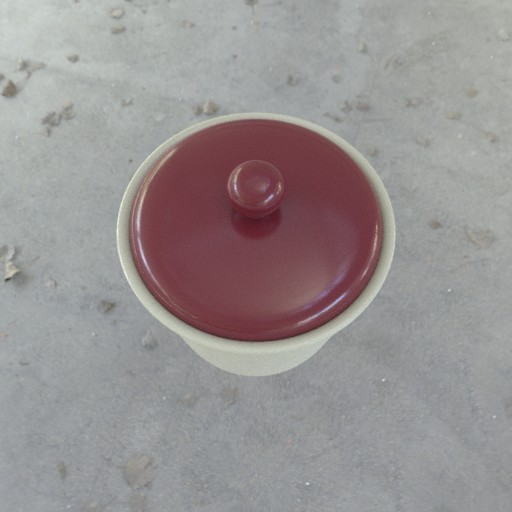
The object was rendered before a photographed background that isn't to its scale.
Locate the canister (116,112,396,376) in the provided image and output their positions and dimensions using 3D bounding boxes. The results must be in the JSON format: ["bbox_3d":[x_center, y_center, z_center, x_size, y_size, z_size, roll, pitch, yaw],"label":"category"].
[{"bbox_3d":[0.000,0.000,0.343,0.182,0.208,0.182,0,64,0],"label":"canister"}]
